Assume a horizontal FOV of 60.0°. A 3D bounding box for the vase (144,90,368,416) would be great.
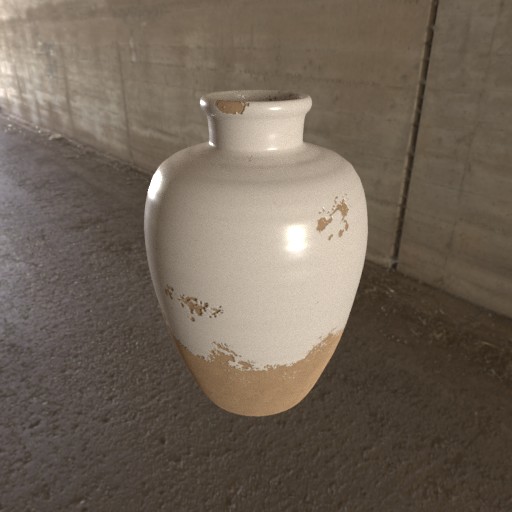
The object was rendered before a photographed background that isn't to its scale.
[{"bbox_3d":[0.000,0.000,0.333,0.158,0.228,0.158,0,26,0],"label":"vase"}]
